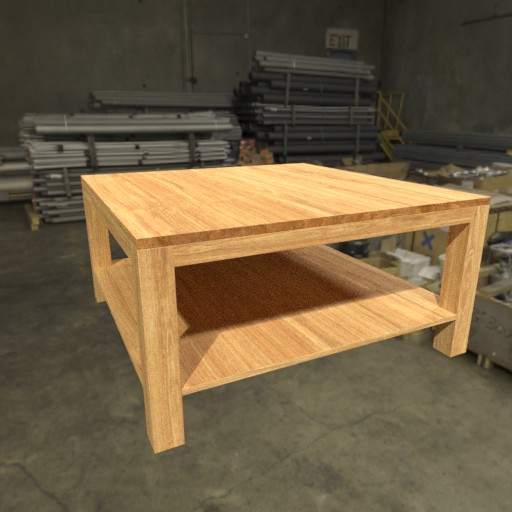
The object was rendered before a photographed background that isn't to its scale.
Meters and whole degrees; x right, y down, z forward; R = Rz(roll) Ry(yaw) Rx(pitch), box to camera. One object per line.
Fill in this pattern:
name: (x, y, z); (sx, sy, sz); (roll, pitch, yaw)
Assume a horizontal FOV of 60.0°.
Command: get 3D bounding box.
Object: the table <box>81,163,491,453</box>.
table: (0.000, 0.000, 1.398); (0.900, 0.450, 0.900); (-9, 20, -25)
